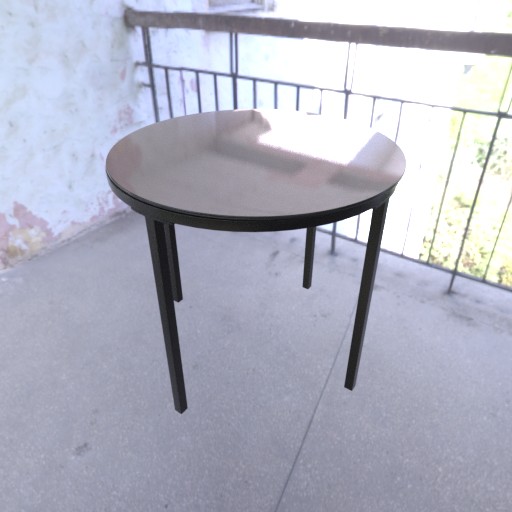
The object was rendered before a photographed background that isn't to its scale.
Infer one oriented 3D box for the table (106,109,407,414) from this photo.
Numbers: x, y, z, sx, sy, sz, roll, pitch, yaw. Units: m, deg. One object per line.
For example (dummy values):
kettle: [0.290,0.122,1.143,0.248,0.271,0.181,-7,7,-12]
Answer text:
table: [0.000,0.000,0.883,0.499,0.443,0.499,0,33,0]
